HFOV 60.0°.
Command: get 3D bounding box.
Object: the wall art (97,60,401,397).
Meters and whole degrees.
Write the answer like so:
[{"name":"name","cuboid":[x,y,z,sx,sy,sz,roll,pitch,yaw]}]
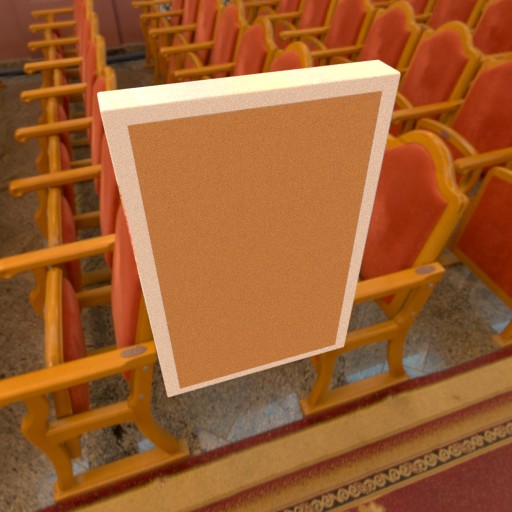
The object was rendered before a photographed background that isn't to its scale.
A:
[{"name":"wall art","cuboid":[0.000,0.000,0.489,0.251,0.380,0.039,-12,42,-14]}]
